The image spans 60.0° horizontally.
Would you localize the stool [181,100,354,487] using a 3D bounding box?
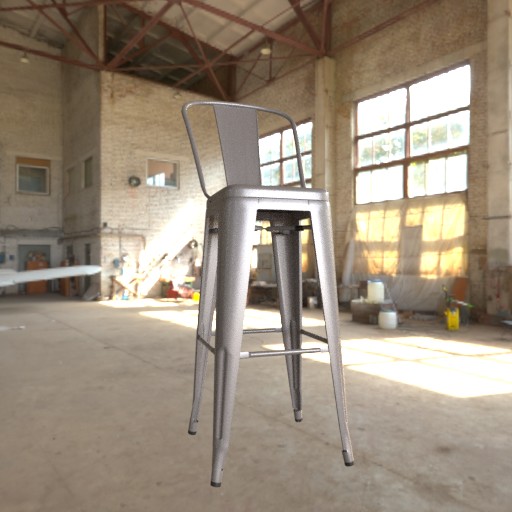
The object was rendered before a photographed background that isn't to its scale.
[{"bbox_3d":[0.000,0.000,1.338,0.399,1.096,0.513,0,0,-18],"label":"stool"}]
